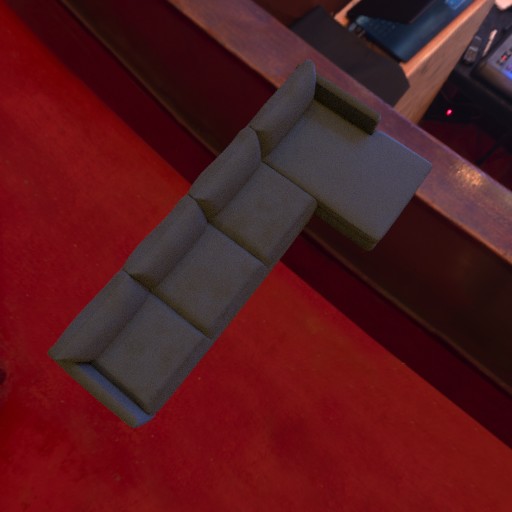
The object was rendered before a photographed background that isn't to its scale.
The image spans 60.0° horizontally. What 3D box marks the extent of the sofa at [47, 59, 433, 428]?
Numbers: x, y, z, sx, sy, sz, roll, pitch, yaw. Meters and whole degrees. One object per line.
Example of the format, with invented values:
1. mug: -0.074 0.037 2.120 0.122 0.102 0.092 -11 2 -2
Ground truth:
1. sofa: 0.000 0.000 3.107 1.255 0.756 2.725 37 79 9
